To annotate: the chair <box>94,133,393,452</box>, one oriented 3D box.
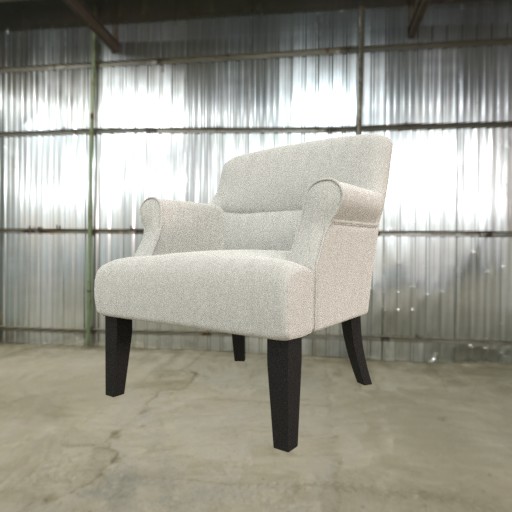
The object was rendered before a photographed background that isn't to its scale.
[{"bbox_3d":[0.000,0.000,1.467,0.781,0.875,0.750,0,1,36],"label":"chair"}]
